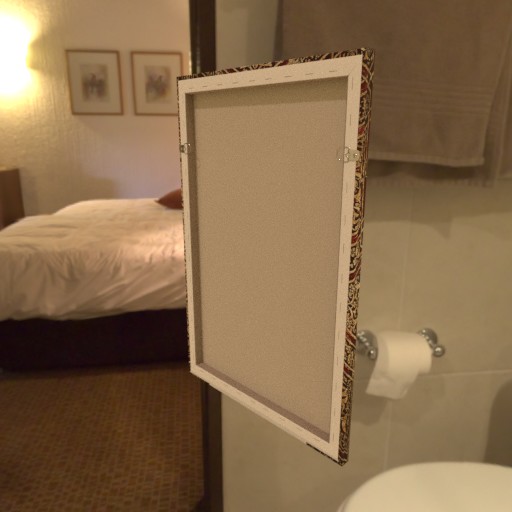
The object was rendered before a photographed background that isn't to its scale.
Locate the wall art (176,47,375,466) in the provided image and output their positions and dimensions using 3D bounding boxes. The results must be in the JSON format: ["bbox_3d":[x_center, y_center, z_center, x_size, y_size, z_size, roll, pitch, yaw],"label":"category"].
[{"bbox_3d":[0.000,0.000,0.752,0.020,0.599,0.397,-15,21,-43],"label":"wall art"}]
